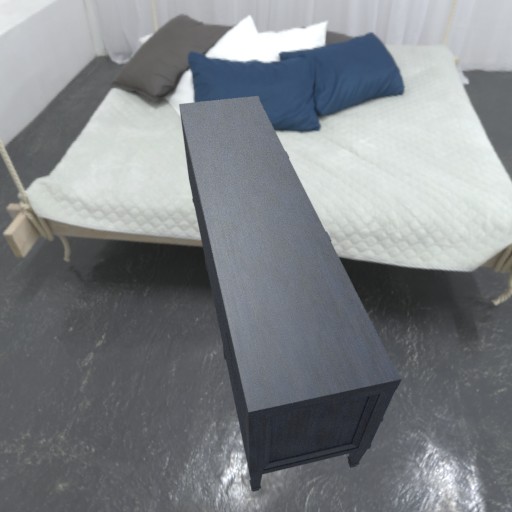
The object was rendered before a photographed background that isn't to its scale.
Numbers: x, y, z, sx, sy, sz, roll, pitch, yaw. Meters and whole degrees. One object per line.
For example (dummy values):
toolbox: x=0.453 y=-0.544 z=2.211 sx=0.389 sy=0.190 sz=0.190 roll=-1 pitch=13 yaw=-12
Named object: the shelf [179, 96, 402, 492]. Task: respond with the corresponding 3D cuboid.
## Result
shelf: x=0.000 y=0.000 z=2.167 sx=0.471 sy=0.715 sz=1.878 roll=-9 pitch=46 yaw=-9
